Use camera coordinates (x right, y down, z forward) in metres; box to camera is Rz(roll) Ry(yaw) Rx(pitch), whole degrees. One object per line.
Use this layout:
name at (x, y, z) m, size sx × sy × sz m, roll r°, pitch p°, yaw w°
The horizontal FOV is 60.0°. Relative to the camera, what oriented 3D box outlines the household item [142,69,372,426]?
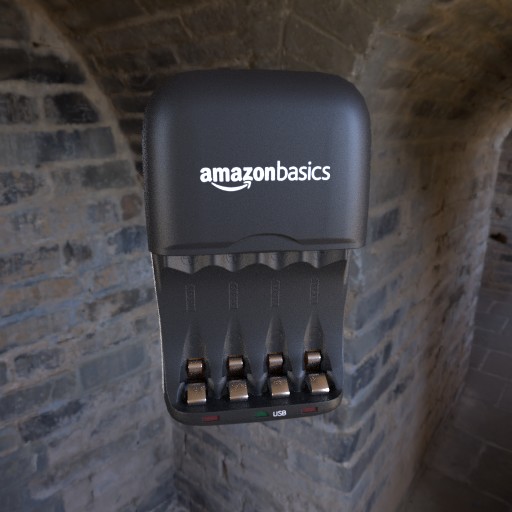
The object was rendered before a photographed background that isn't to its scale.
household item at (0.000, 0.000, 0.146) m, size 0.070 × 0.114 × 0.038 m, roll -2°, pitch 16°, yaw -8°
